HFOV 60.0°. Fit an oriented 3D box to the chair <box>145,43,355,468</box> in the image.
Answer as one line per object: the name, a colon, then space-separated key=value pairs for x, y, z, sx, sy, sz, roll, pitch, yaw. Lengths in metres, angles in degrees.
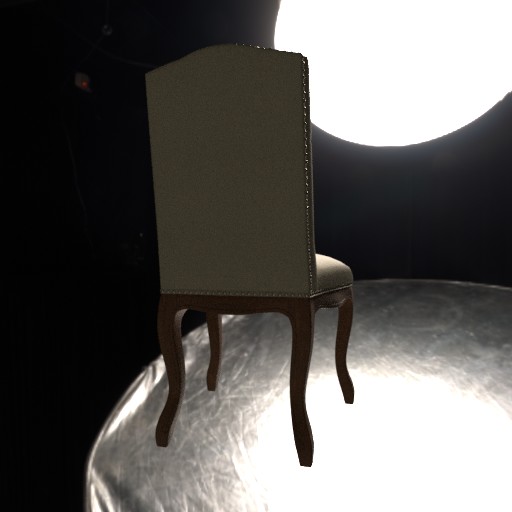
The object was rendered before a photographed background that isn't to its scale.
chair: x=0.000 y=0.000 z=1.538 sx=0.623 sy=1.165 sz=0.715 roll=0 pitch=0 yaw=17
